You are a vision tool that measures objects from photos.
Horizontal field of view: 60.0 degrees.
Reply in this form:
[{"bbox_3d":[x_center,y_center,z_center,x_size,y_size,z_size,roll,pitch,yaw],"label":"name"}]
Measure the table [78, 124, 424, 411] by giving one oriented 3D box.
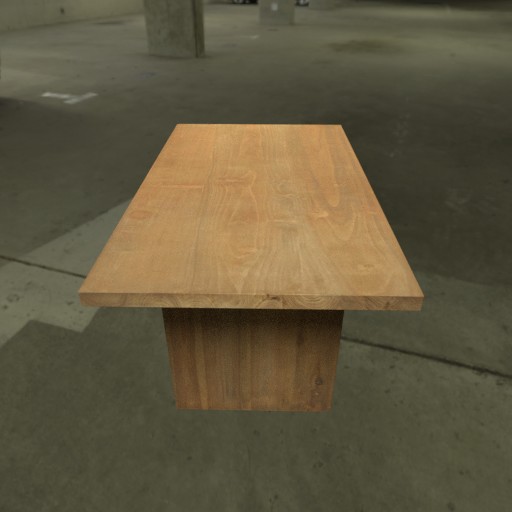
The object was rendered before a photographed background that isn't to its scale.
[{"bbox_3d":[0.000,0.000,2.096,0.946,0.780,1.609,1,33,1],"label":"table"}]
